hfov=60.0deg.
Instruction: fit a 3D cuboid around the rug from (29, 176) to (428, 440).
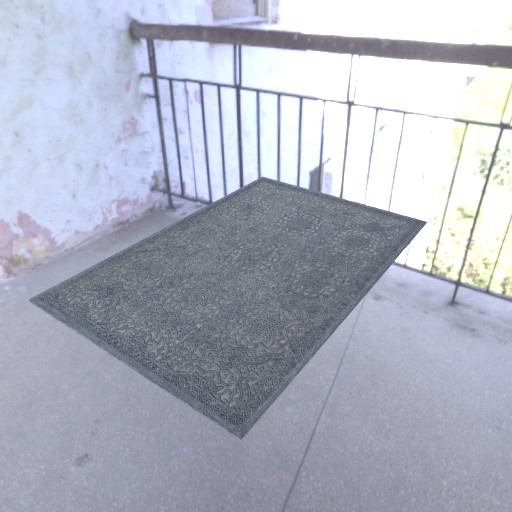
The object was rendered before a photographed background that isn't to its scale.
[{"bbox_3d":[0.000,0.000,2.319,1.208,0.012,1.819,21,38,30],"label":"rug"}]
